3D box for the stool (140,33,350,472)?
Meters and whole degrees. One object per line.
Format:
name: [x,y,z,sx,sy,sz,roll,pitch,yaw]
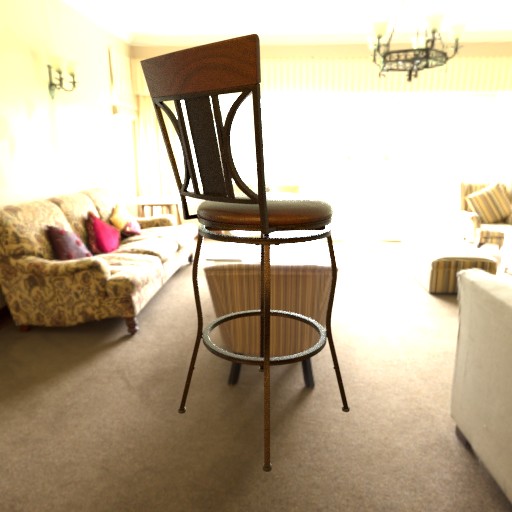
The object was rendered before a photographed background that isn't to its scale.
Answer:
stool: [0.000,0.000,1.385,0.448,1.130,0.513,13,19,43]
